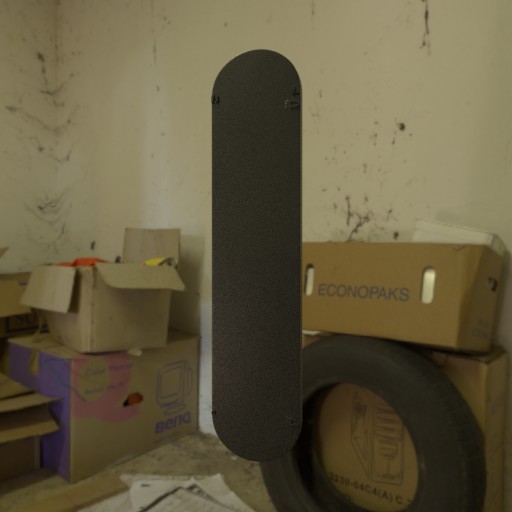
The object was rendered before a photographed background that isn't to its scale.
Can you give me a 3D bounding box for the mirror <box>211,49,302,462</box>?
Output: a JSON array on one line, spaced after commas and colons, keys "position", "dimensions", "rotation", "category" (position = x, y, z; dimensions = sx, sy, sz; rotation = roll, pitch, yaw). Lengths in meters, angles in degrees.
[{"position": [0.000, 0.000, 1.077], "dimensions": [0.222, 0.991, 0.032], "rotation": [0, 0, 17], "category": "mirror"}]
